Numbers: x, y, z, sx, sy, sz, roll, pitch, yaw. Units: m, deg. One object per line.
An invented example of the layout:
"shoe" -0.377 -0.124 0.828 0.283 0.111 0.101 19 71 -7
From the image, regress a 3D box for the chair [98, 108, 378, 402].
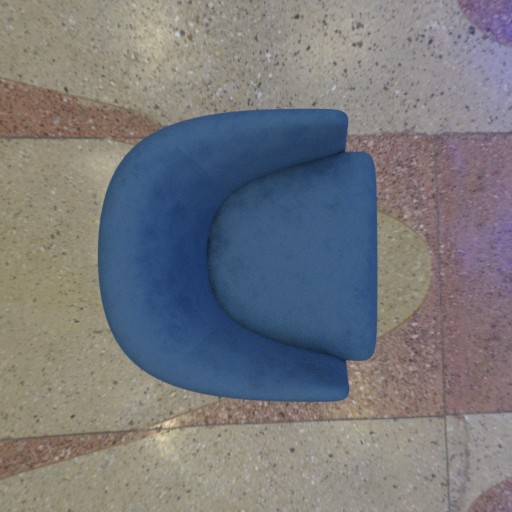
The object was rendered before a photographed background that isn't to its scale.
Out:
"chair" 0.000 0.000 1.391 0.767 0.698 0.773 0 89 0
